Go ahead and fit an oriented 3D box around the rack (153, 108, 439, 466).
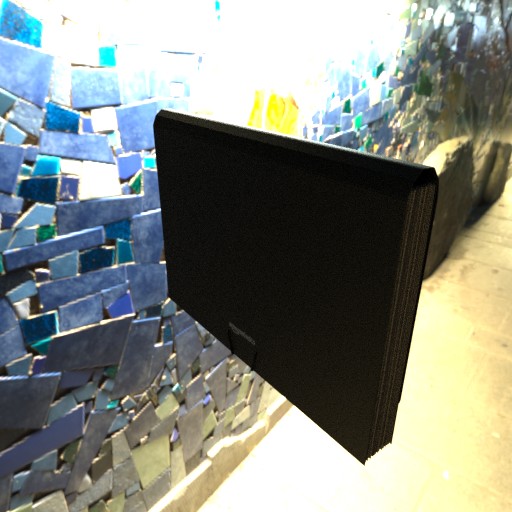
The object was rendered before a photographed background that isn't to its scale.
[{"bbox_3d":[0.000,0.000,0.431,0.041,0.241,0.330,-19,31,-34],"label":"rack"}]
